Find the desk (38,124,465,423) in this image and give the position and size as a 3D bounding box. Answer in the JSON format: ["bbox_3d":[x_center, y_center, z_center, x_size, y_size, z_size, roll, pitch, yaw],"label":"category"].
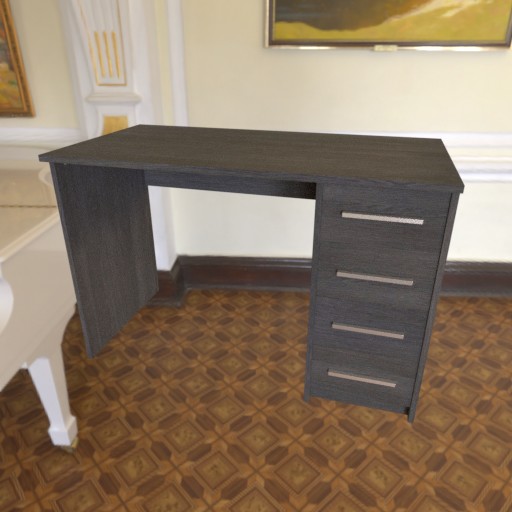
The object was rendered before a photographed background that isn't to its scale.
[{"bbox_3d":[0.000,0.000,1.488,1.096,0.730,0.560,7,26,14],"label":"desk"}]
